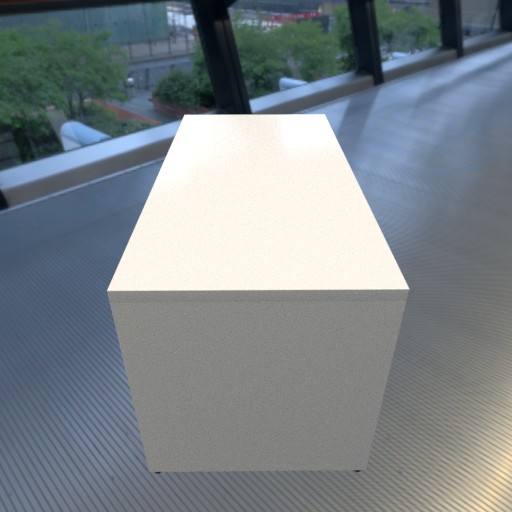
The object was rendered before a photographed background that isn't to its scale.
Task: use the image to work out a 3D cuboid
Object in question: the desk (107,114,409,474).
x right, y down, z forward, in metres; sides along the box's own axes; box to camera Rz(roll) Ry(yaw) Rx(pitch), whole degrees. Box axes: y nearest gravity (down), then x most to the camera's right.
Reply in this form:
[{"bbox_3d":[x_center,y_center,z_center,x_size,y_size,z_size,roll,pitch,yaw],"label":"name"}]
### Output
[{"bbox_3d":[0.000,0.000,1.798,0.690,0.740,1.400,0,33,0],"label":"desk"}]
